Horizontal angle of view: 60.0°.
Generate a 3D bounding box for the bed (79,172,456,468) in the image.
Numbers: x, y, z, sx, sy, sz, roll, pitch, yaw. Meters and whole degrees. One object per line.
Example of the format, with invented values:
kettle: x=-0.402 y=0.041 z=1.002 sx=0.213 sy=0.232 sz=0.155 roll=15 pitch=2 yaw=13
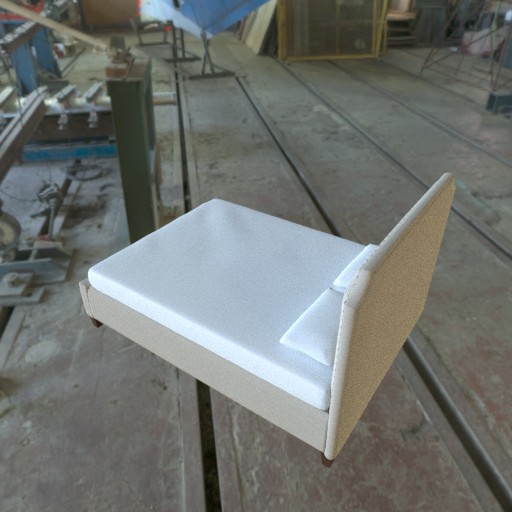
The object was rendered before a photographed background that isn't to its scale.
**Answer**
bed: x=0.000 y=0.000 z=3.464 sx=2.372 sy=1.443 sz=1.713 roll=21 pitch=38 yaw=29
